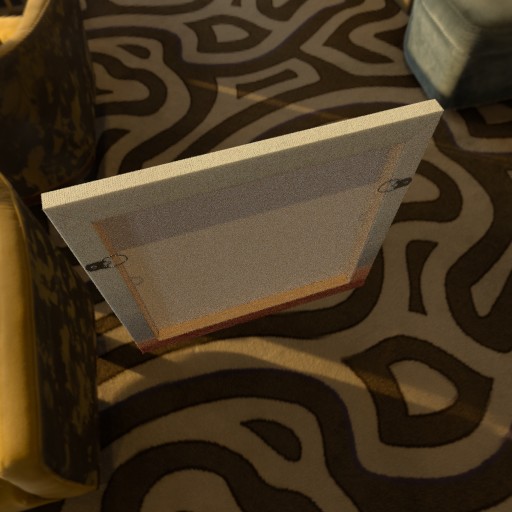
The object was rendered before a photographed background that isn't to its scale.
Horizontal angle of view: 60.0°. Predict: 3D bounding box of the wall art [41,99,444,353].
[{"bbox_3d":[0.000,0.000,0.904,0.605,0.605,0.034,-16,61,-9],"label":"wall art"}]
